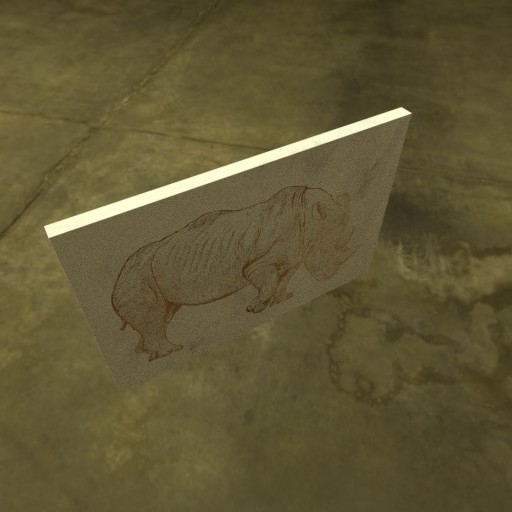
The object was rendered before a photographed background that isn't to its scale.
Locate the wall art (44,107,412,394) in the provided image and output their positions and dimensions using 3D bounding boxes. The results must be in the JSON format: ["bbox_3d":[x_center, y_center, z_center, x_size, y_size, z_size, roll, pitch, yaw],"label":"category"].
[{"bbox_3d":[0.000,0.000,1.213,0.915,0.610,0.038,-23,50,-21],"label":"wall art"}]
